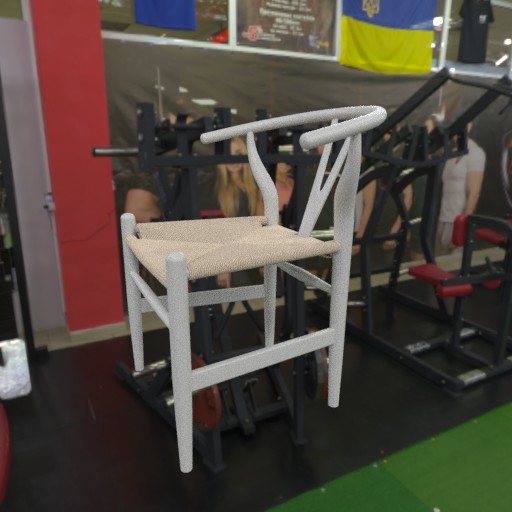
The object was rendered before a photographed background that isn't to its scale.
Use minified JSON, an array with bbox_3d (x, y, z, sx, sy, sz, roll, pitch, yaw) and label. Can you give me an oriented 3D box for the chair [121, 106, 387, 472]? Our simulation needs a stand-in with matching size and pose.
[{"bbox_3d":[0.000,0.000,1.123,0.579,0.730,0.569,-7,17,-25],"label":"chair"}]
